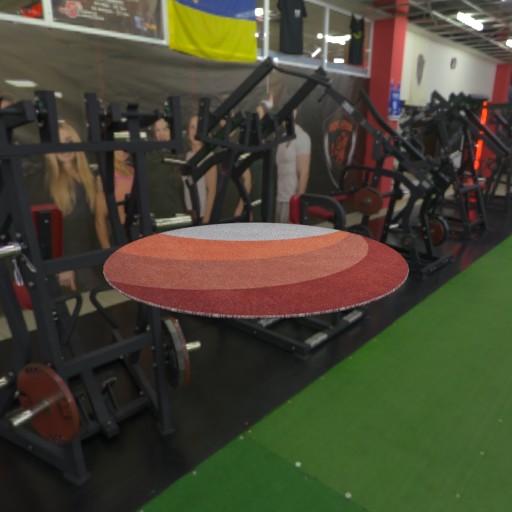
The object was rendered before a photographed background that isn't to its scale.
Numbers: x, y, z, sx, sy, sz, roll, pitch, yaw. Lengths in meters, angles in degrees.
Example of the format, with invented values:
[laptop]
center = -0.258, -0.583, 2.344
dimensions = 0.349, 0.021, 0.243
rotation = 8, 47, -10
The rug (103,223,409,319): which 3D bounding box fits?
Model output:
[rug]
center = 0.000, 0.000, 2.313
dimensions = 1.514, 0.015, 1.514
rotation = 0, 17, 0
